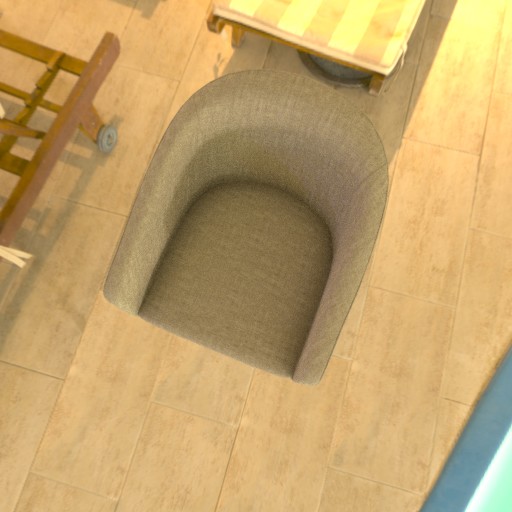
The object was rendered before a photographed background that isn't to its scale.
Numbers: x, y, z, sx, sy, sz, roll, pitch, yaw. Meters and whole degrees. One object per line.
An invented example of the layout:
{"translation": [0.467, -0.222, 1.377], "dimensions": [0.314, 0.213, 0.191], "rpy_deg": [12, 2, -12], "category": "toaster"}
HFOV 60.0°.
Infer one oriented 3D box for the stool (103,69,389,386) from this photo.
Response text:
{"translation": [0.000, 0.000, 1.384], "dimensions": [0.559, 0.952, 0.635], "rpy_deg": [21, 76, 6], "category": "stool"}
